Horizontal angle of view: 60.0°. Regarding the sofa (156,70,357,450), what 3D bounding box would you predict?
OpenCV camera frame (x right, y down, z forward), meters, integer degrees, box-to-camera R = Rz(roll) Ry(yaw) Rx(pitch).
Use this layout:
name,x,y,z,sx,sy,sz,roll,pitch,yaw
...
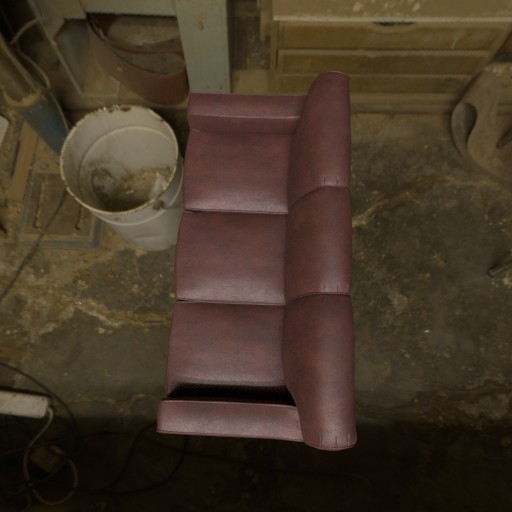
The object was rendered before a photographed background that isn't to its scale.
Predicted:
name,x,y,z,sx,sy,sz,roll,pitch,yaw
sofa,0.000,0.000,2.664,1.008,0.953,2.039,2,75,1
